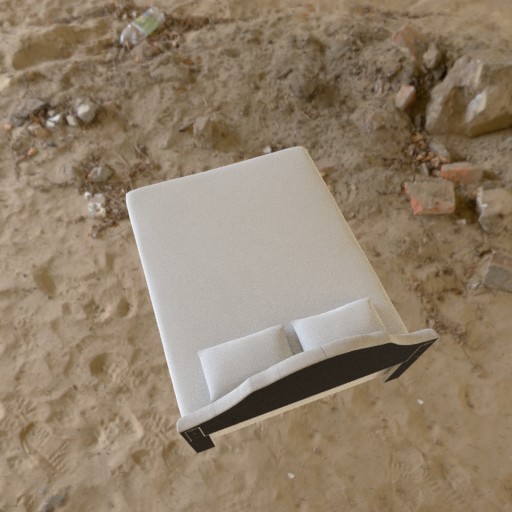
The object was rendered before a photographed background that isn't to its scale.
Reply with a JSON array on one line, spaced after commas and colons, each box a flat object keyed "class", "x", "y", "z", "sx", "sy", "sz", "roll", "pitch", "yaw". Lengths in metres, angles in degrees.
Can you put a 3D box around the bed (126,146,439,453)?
[{"class": "bed", "x": 0.000, "y": 0.000, "z": 3.865, "sx": 2.039, "sy": 1.617, "sz": 2.477, "roll": -17, "pitch": 61, "yaw": -10}]
